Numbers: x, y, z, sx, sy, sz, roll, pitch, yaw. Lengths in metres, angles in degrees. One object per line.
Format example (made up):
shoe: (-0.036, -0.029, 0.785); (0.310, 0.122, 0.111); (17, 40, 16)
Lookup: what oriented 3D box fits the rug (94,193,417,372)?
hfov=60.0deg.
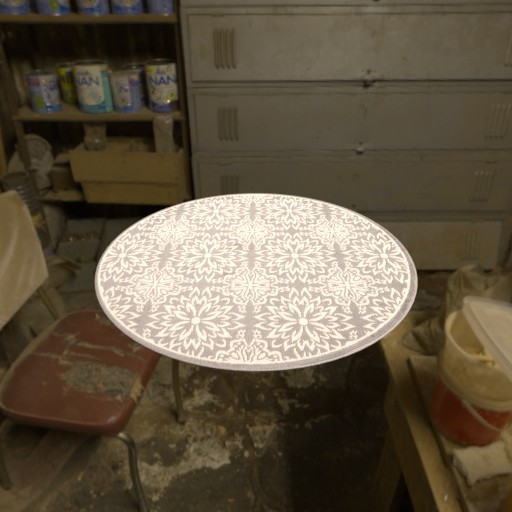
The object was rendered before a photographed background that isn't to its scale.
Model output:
rug: (0.000, 0.000, 2.288); (1.593, 0.012, 1.593); (0, 32, 0)
